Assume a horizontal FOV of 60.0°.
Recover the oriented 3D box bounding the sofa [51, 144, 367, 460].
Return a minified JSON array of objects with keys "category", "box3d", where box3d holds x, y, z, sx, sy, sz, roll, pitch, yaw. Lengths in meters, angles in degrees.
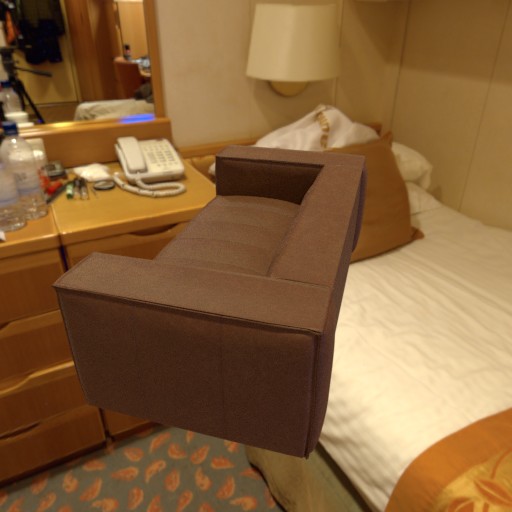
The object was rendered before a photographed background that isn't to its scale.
[{"category":"sofa","box3d":[0.000,0.000,2.568,1.102,0.703,2.088,8,30,14]}]
